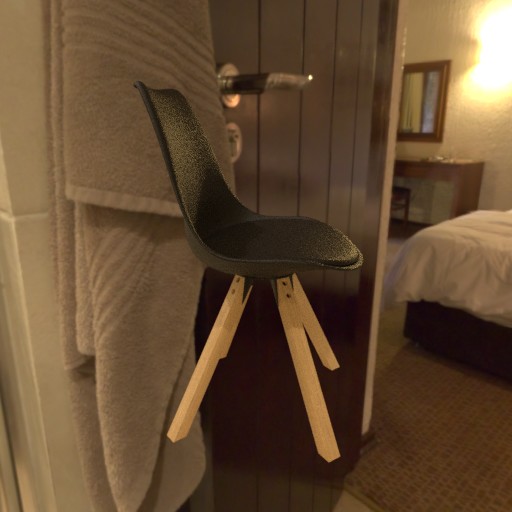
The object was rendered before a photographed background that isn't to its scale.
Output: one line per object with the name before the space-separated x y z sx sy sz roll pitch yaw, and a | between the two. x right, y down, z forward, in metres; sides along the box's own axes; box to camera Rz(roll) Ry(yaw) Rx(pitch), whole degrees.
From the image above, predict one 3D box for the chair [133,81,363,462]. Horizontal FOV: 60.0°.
chair | 0.000 0.000 1.168 0.549 0.850 0.485 3 16 10
